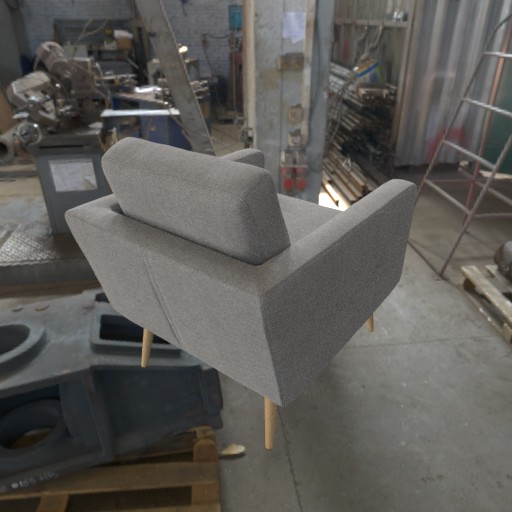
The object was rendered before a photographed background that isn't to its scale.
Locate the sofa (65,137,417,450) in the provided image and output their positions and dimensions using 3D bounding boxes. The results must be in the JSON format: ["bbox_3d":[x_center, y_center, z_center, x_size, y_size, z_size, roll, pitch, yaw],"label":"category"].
[{"bbox_3d":[0.000,0.000,1.524,0.770,0.860,0.920,20,35,32],"label":"sofa"}]
